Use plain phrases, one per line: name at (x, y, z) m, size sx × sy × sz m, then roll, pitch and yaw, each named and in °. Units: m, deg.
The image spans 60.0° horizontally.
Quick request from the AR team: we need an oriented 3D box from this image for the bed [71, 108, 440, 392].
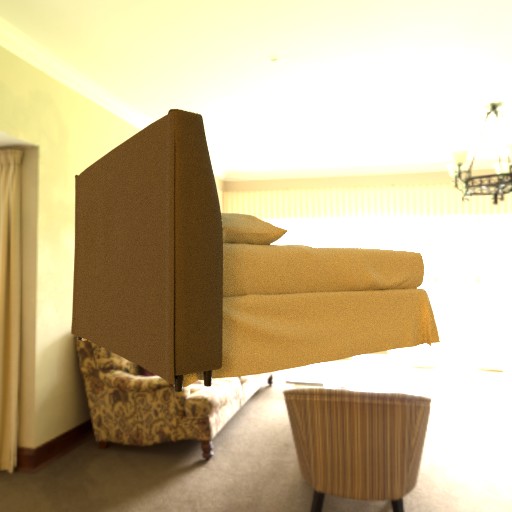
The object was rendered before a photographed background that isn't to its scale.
bed at (0.000, 0.000, 3.433) m, size 2.276 × 1.332 × 1.925 m, roll 1°, pitch -2°, yaw -35°
